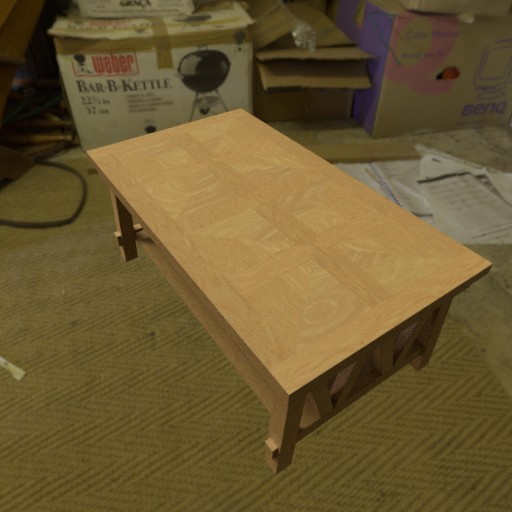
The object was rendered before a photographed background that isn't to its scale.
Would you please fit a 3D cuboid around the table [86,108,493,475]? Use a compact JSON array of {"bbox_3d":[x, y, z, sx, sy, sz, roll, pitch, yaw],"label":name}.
[{"bbox_3d":[0.000,0.000,1.630,0.711,0.507,1.270,-25,47,-25],"label":"table"}]
